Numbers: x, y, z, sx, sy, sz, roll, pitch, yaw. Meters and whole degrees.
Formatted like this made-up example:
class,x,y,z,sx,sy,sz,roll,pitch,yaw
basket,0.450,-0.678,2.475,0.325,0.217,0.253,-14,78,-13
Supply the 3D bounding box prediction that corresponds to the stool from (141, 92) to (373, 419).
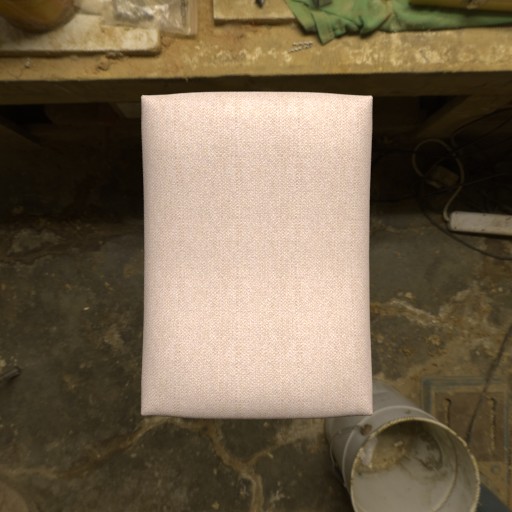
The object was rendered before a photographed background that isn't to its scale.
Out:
class,x,y,z,sx,sy,sz,roll,pitch,yaw
stool,0.000,0.000,1.018,0.372,0.742,0.504,0,90,0
